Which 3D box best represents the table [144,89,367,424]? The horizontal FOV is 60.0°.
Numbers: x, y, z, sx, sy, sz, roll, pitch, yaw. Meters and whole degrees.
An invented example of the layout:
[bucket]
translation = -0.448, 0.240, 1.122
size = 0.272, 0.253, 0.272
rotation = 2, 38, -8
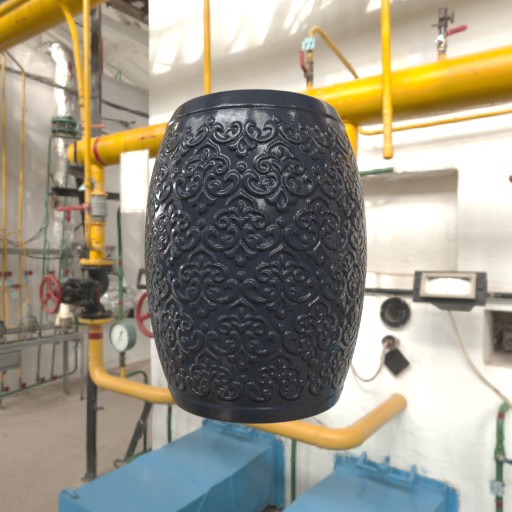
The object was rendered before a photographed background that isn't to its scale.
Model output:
[table]
translation = 0.000, 0.000, 0.634
size = 0.309, 0.397, 0.309
rotation = 0, 0, 0
